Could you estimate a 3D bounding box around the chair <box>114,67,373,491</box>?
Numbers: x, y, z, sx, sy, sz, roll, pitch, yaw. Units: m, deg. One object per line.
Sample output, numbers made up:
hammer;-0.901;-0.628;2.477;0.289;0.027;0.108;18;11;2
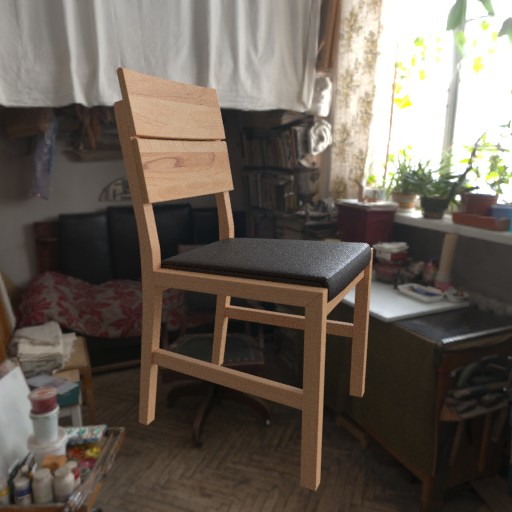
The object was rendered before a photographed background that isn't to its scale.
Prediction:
chair;0.000;0.000;1.228;0.560;0.950;0.475;7;15;26
